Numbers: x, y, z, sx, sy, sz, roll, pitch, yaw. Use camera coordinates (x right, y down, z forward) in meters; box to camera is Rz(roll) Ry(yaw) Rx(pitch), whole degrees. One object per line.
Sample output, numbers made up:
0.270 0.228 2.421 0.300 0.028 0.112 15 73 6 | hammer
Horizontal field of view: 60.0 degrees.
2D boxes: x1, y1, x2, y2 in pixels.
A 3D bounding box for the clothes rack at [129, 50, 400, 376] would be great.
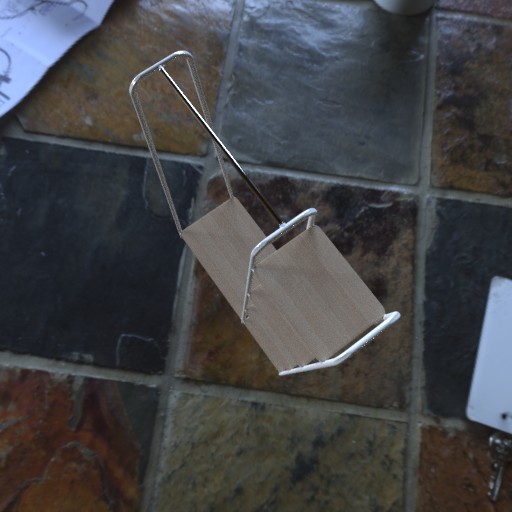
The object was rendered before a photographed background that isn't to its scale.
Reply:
0.000 0.000 1.947 0.400 1.500 1.011 -35 79 -8 | clothes rack
